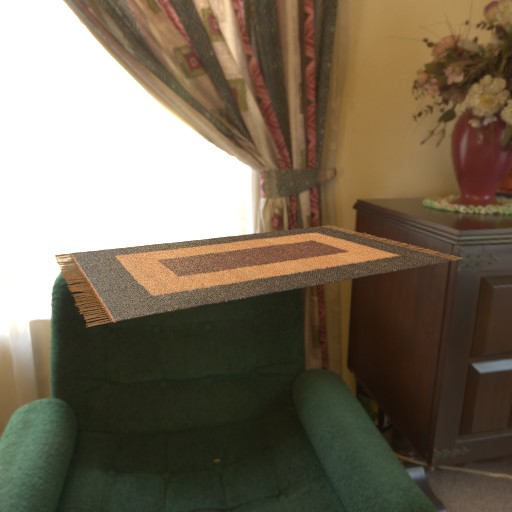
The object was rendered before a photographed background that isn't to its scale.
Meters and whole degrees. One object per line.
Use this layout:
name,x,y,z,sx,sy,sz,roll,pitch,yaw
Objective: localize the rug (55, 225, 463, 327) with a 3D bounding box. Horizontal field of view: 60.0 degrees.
rug,0.000,0.000,1.920,1.541,0.013,0.920,-8,16,-28
